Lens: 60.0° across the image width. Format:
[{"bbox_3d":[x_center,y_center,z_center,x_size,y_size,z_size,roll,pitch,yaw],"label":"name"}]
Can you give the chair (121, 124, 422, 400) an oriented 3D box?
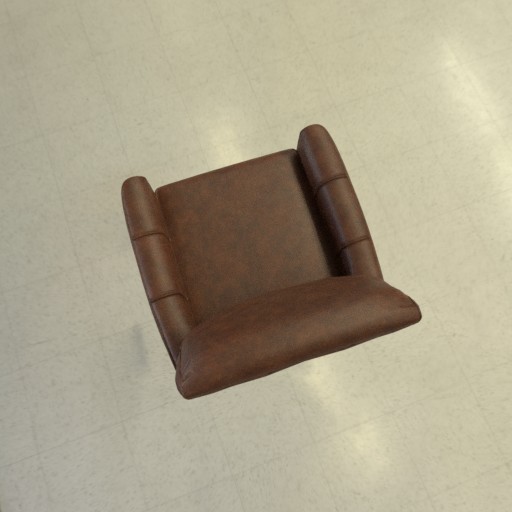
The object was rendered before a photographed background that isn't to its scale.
[{"bbox_3d":[0.000,0.000,1.670,0.839,1.010,0.850,-17,75,-5],"label":"chair"}]
